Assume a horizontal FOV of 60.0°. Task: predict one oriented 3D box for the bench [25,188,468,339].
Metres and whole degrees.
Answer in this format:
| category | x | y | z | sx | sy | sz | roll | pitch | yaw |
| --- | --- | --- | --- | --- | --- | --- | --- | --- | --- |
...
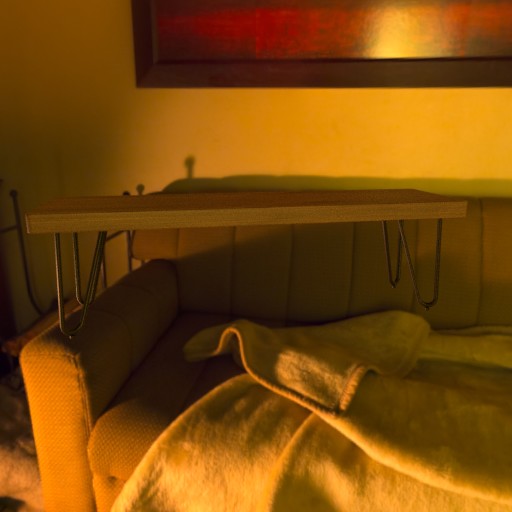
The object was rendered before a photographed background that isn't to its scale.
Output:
| category | x | y | z | sx | sy | sz | roll | pitch | yaw |
| --- | --- | --- | --- | --- | --- | --- | --- | --- | --- |
| bench | 0.000 | 0.000 | 1.792 | 1.570 | 0.462 | 0.425 | -3 | 15 | -11 |
